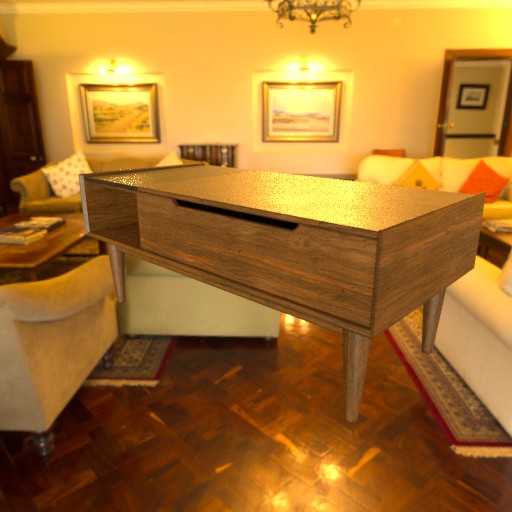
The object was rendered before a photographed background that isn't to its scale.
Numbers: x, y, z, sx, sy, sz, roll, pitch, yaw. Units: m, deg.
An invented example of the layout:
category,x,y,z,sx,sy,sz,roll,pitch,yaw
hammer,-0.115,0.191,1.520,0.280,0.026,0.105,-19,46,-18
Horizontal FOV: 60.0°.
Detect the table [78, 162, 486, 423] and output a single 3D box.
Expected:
category,x,y,z,sx,sy,sz,roll,pitch,yaw
table,0.000,0.000,1.521,1.221,0.508,0.610,16,23,41
